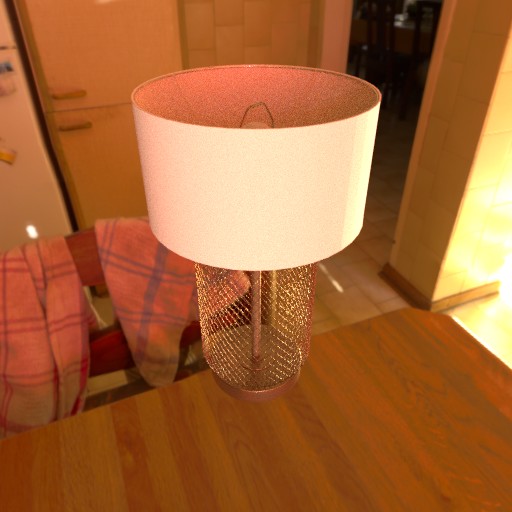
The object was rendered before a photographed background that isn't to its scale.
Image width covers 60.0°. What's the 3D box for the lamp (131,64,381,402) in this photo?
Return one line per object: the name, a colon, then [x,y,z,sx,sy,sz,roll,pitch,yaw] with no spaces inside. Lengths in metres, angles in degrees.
lamp: [0.000,0.000,0.799,0.353,0.578,0.353,0,34,0]
